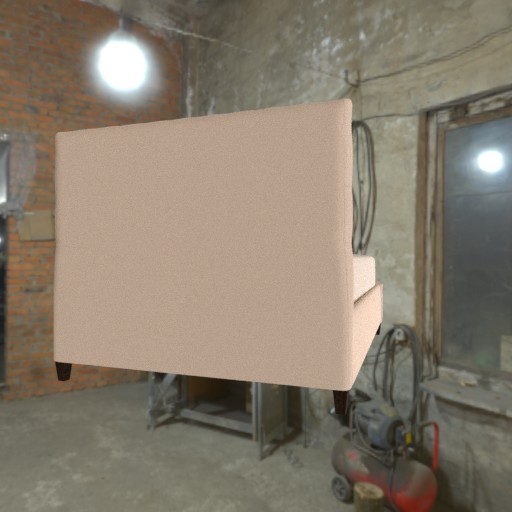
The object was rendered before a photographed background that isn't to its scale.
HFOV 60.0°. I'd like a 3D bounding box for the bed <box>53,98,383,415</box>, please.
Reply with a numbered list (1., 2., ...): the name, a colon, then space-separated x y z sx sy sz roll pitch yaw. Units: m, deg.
1. bed: 0.000 0.000 3.290 1.696 1.426 2.233 0 0 20
